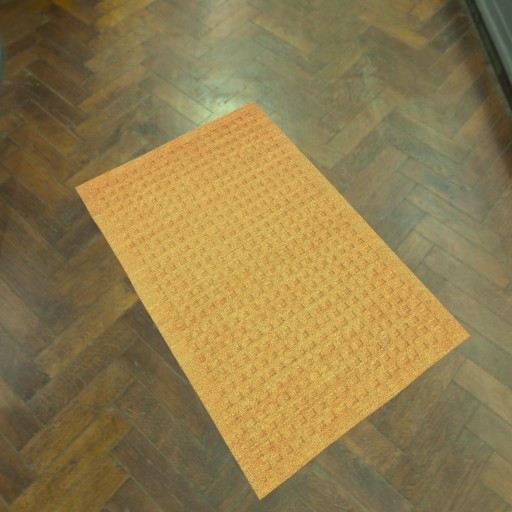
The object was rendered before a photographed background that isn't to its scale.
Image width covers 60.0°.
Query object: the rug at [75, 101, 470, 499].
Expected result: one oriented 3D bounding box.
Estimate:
[{"bbox_3d":[0.000,0.000,2.164,1.143,0.006,1.747,-31,67,-15],"label":"rug"}]
